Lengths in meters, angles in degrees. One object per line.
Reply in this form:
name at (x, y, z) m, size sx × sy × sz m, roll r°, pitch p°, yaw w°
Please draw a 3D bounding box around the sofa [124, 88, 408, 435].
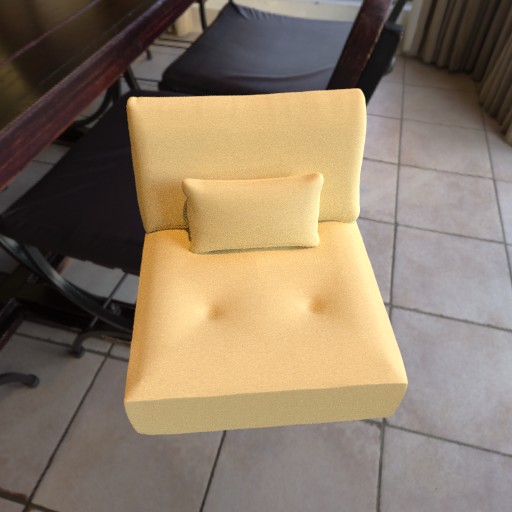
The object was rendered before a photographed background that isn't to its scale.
sofa at (0.000, 0.000, 1.661) m, size 0.930 × 0.820 × 1.000 m, roll -3°, pitch 48°, yaw -3°
